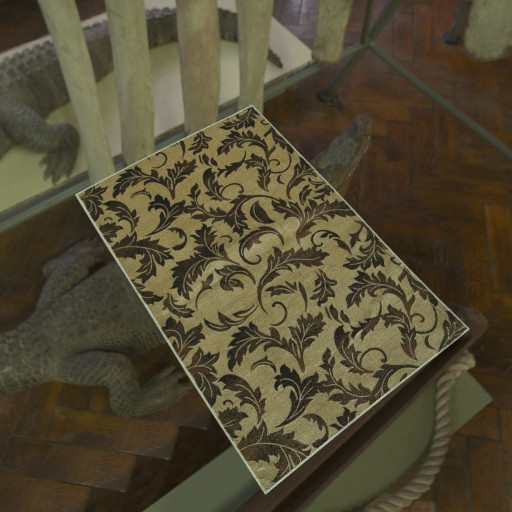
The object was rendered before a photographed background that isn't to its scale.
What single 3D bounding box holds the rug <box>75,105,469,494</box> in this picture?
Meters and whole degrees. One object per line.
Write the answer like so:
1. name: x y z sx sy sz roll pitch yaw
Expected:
1. rug: 0.000 0.000 2.882 1.522 0.008 2.284 -32 67 -16
